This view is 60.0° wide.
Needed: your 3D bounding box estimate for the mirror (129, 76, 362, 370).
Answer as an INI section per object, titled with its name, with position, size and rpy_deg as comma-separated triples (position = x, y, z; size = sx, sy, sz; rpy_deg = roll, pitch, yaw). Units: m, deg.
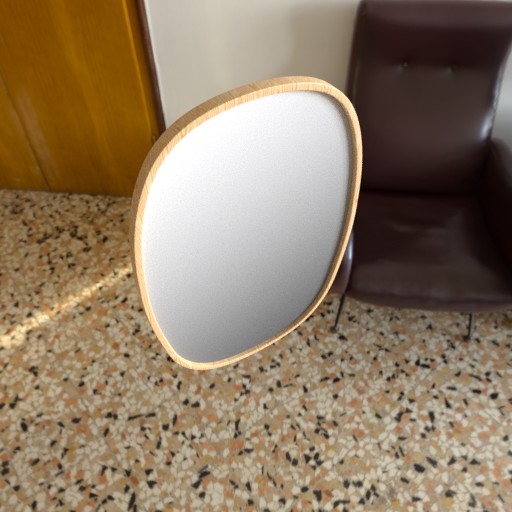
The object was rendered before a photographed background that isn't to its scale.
[mirror]
position = 0.000, 0.000, 1.340
size = 0.724, 1.075, 0.037
rpy_deg = -23, 52, -20
